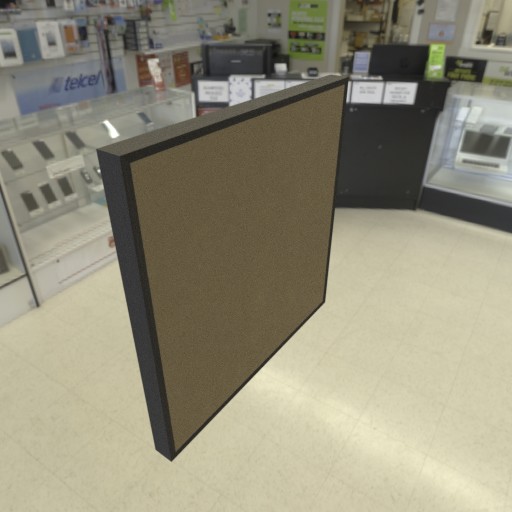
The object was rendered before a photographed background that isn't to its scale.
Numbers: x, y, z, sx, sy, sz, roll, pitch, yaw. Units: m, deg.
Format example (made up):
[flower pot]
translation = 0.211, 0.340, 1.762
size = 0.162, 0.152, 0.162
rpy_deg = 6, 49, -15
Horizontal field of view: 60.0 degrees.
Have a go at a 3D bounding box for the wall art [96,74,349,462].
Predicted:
[wall art]
translation = 0.000, 0.000, 0.757
size = 0.037, 0.507, 0.509
rpy_deg = 21, 38, 30
